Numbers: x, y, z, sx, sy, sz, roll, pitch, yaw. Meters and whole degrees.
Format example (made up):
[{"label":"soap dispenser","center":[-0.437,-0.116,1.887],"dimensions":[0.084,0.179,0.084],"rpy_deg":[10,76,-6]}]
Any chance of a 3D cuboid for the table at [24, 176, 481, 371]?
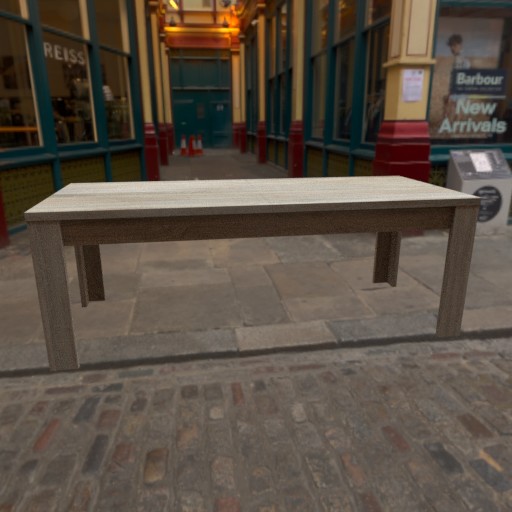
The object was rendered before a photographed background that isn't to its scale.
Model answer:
[{"label":"table","center":[0.000,0.000,2.645],"dimensions":[2.200,0.790,0.900],"rpy_deg":[-3,18,-9]}]
